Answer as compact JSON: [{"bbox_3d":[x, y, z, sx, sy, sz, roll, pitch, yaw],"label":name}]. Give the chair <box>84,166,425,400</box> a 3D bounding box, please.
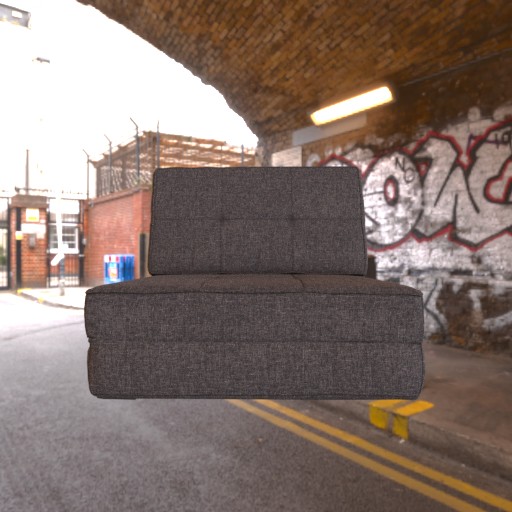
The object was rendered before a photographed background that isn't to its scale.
[{"bbox_3d":[0.000,0.000,1.316,0.740,0.615,0.800,0,0,1],"label":"chair"}]
